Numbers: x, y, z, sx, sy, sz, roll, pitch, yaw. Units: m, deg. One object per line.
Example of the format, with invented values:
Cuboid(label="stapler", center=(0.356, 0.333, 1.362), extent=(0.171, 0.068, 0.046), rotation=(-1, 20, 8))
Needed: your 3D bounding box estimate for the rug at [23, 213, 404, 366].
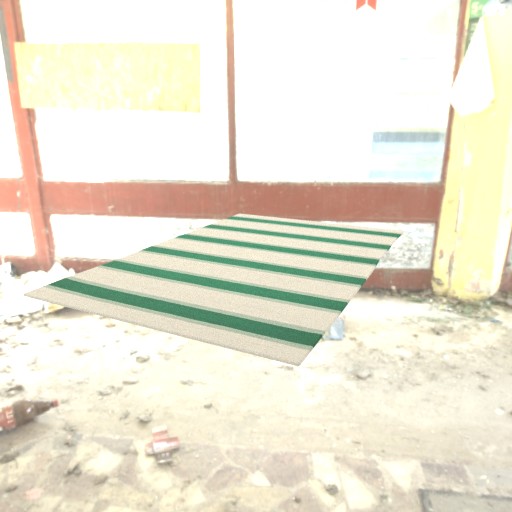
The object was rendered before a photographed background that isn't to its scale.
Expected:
Cuboid(label="rug", center=(0.000, 0.000, 2.325), extent=(1.210, 0.012, 1.829), rotation=(8, 19, 26))
